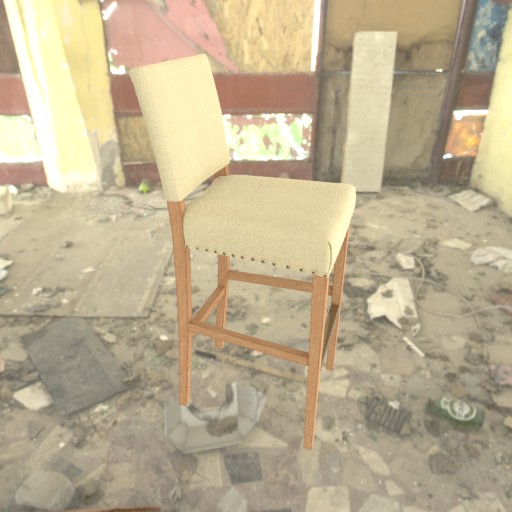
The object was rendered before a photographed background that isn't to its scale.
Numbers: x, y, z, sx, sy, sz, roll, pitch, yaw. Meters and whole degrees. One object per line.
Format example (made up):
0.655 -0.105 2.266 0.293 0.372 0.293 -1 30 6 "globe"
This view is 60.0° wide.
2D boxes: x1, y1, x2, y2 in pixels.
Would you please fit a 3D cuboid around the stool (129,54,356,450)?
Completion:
0.000 0.000 1.421 0.546 1.143 0.428 10 31 16 "stool"
